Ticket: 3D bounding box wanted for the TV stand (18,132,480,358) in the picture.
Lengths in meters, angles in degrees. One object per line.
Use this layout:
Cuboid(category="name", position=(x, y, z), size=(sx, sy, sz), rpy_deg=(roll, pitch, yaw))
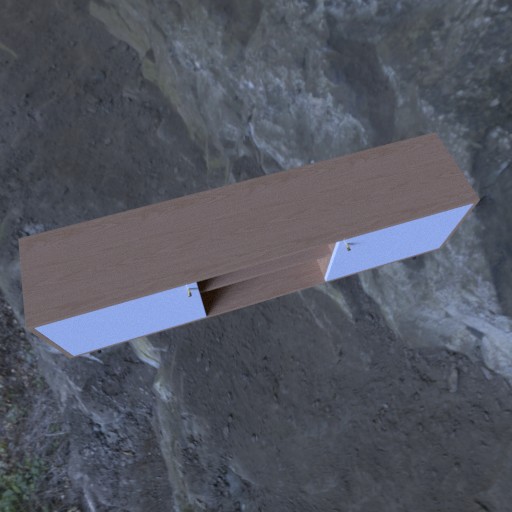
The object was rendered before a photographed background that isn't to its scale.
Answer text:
Cuboid(category="TV stand", position=(0.000, 0.000, 1.970), size=(1.760, 0.580, 0.400), rpy_deg=(-16, 64, -8))
